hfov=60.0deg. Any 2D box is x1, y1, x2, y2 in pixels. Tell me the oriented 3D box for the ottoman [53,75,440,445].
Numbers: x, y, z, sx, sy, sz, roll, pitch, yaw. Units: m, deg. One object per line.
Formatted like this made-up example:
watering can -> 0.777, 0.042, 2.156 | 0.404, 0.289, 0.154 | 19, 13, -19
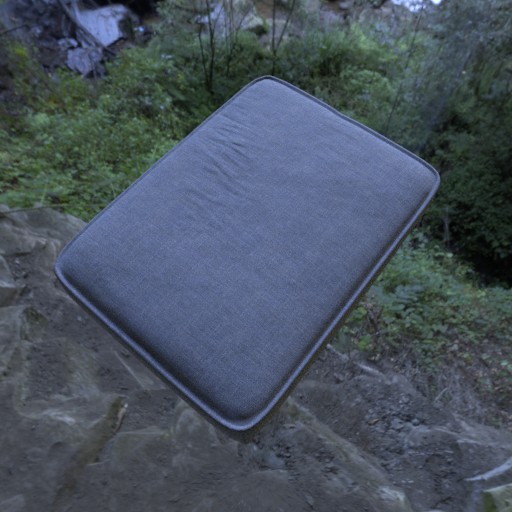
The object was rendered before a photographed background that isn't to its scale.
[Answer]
ottoman -> 0.000, 0.000, 1.143 | 0.559, 0.457, 0.762 | 36, 69, 16
